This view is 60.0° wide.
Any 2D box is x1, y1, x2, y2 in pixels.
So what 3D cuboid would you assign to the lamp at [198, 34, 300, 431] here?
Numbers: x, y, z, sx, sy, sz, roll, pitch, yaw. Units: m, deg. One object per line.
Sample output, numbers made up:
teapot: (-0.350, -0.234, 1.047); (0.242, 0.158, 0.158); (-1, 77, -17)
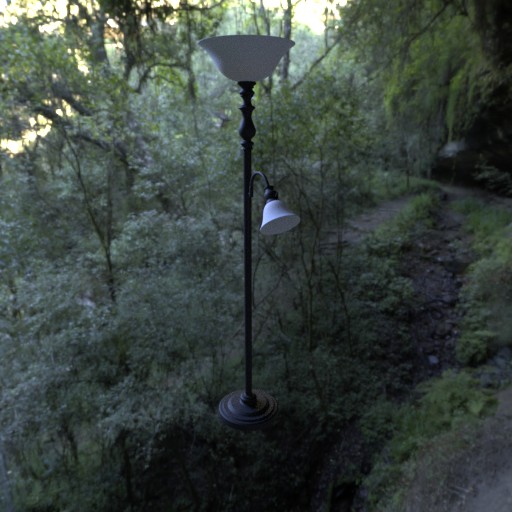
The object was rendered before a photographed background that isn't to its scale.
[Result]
lamp: (0.000, 0.000, 2.023); (0.405, 1.793, 0.588); (-8, 18, -24)
